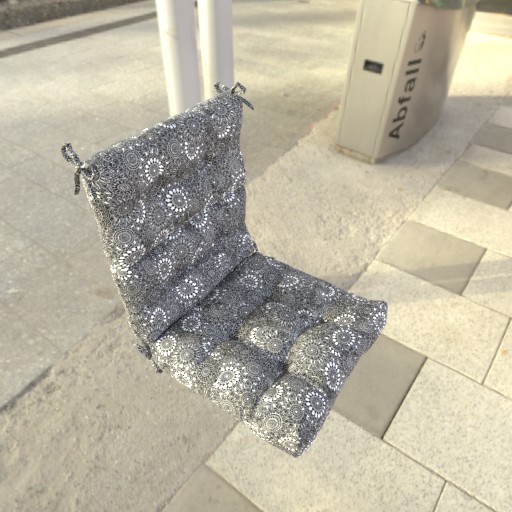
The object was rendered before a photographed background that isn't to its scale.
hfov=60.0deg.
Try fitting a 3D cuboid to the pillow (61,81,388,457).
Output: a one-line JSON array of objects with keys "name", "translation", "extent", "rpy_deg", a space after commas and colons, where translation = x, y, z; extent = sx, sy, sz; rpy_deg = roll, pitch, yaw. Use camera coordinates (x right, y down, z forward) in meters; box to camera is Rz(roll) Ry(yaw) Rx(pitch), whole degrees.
[{"name": "pillow", "translation": [0.000, 0.000, 1.032], "extent": [0.571, 0.605, 0.519], "rpy_deg": [24, 46, 26]}]
